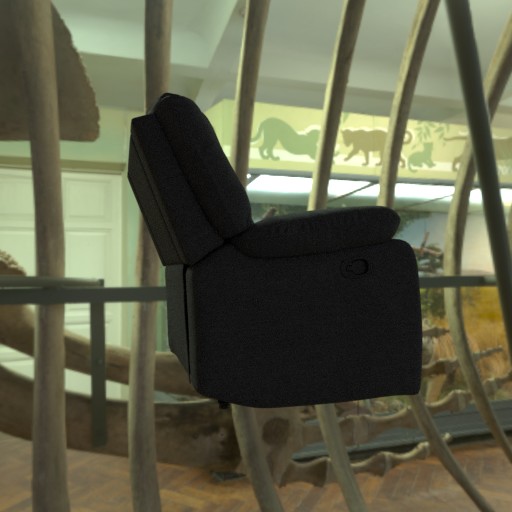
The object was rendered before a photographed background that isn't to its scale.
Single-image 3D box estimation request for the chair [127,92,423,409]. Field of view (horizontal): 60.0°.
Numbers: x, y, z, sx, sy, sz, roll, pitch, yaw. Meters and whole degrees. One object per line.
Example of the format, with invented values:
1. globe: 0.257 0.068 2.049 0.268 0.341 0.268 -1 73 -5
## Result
1. chair: 0.000 0.000 1.698 0.944 1.008 0.899 0 -2 -17
